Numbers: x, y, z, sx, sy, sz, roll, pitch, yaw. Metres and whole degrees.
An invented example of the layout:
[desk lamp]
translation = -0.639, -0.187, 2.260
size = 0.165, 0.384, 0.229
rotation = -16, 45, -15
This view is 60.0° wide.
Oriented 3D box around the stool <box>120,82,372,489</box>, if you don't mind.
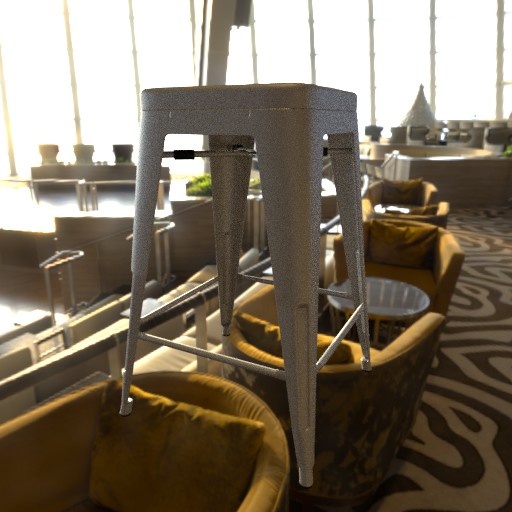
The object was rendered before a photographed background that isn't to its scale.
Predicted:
[stool]
translation = 0.000, 0.000, 0.870
size = 0.406, 0.610, 0.406
rotation = 9, 19, 26
